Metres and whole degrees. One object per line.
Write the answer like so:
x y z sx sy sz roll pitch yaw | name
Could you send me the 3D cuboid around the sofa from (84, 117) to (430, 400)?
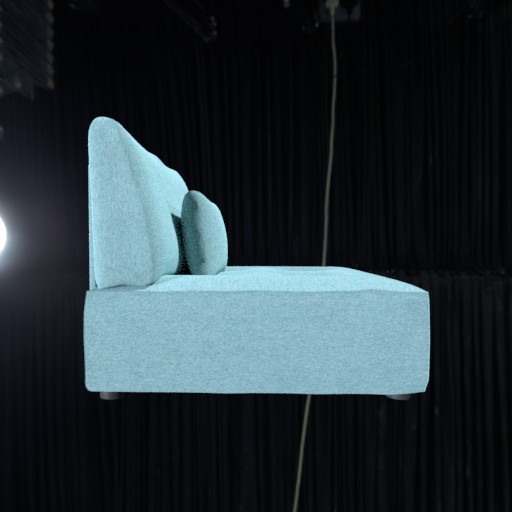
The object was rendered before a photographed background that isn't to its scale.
0.000 0.000 1.714 1.000 0.820 0.930 0 1 2 | sofa
